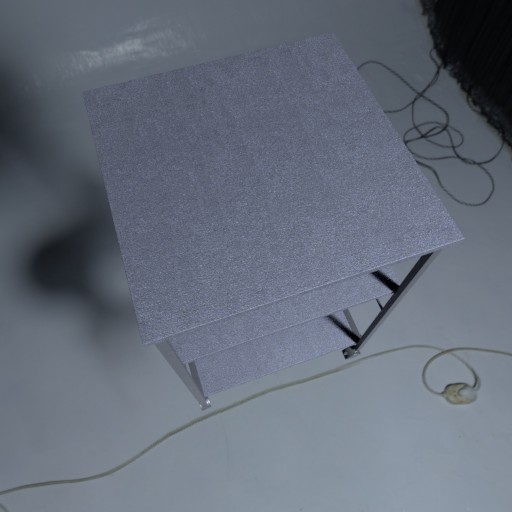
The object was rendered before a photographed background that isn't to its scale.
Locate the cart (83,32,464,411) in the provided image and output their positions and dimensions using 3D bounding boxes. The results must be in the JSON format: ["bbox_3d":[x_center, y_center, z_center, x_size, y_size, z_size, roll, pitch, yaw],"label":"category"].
[{"bbox_3d":[0.000,0.000,1.115,0.521,0.762,0.520,-17,65,-8],"label":"cart"}]
